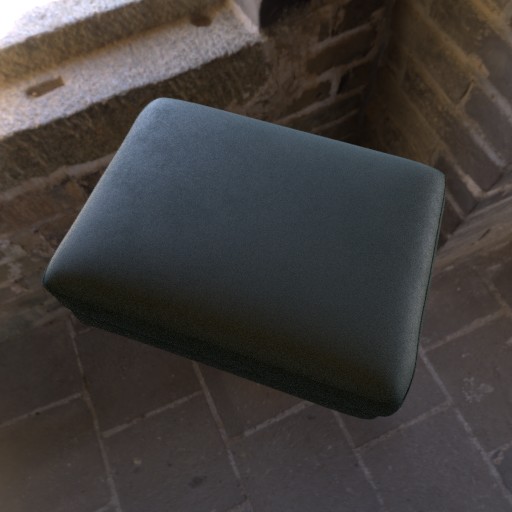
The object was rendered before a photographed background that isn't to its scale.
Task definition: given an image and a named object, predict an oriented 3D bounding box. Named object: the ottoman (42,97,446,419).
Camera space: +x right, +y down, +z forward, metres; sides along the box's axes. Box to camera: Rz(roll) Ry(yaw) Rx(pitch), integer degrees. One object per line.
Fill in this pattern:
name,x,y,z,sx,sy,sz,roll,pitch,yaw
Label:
ottoman,0.000,0.000,1.144,0.811,0.449,0.608,17,65,8
